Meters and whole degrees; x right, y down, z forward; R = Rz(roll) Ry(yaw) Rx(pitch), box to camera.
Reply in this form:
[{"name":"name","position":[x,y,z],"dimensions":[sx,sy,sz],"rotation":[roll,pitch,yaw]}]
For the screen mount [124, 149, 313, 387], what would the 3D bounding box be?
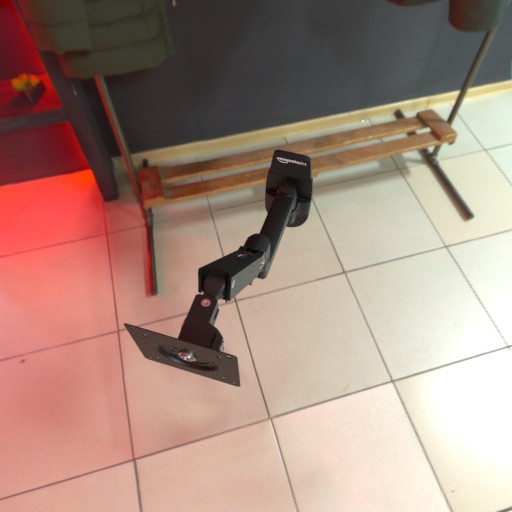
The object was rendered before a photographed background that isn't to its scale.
[{"name":"screen mount","position":[0.000,0.000,0.735],"dimensions":[0.115,0.466,0.495],"rotation":[15,59,9]}]
